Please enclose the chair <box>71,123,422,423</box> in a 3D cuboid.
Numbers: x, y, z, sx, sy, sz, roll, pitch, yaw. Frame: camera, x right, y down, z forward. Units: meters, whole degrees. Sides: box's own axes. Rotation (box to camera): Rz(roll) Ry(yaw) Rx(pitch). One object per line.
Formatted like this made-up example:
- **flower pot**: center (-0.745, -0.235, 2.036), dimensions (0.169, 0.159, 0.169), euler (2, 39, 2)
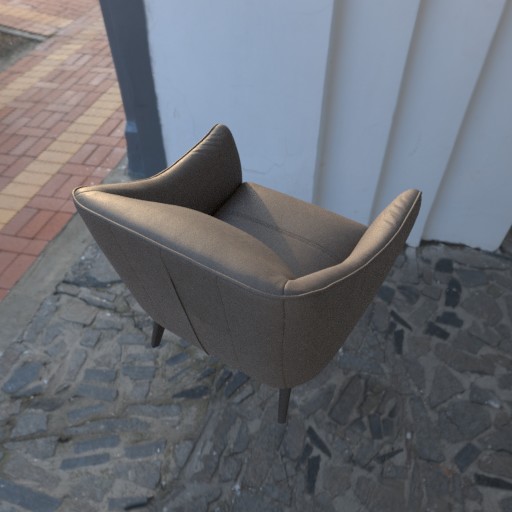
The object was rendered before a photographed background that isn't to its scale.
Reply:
- **chair**: center (0.000, 0.000, 1.563), dimensions (0.871, 0.830, 0.852), euler (24, 51, 21)
